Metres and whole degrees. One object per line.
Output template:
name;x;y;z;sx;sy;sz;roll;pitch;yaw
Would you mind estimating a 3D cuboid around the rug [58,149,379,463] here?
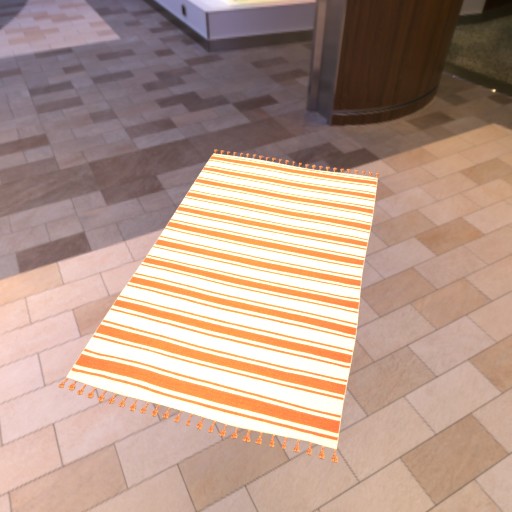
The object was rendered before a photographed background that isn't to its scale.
rug;0.000;0.000;2.542;1.232;0.017;2.092;11;45;11
